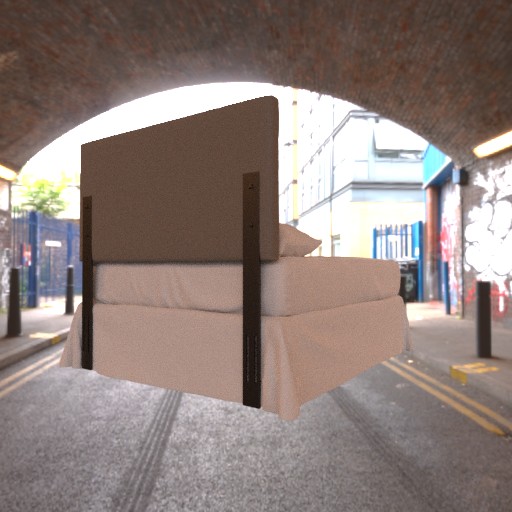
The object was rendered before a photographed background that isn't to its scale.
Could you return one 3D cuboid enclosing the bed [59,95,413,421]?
[{"bbox_3d":[0.000,0.000,3.484,1.936,1.577,2.222,-1,-1,35],"label":"bed"}]
